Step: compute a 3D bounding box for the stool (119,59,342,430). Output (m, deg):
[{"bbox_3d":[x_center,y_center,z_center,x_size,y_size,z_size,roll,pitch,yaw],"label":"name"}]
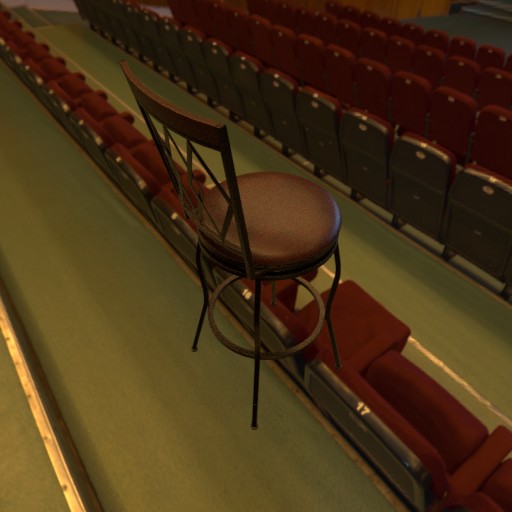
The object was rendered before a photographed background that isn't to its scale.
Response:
[{"bbox_3d":[0.000,0.000,1.355,0.521,1.134,0.432,-26,48,-26],"label":"stool"}]
